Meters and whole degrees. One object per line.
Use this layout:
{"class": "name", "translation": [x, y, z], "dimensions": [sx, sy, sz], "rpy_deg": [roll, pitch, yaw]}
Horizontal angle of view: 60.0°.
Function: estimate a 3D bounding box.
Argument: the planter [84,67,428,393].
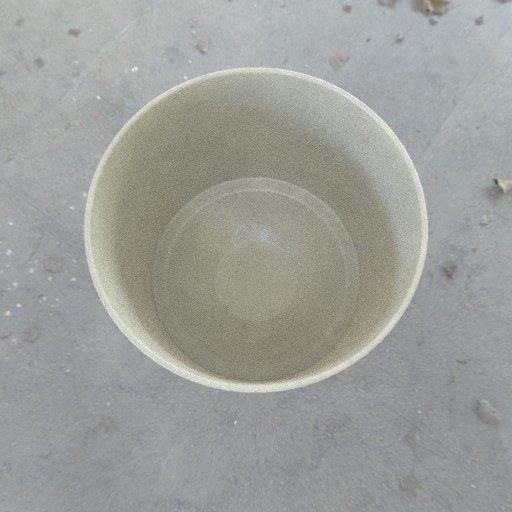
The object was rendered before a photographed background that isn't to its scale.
{"class": "planter", "translation": [0.000, 0.000, 0.437], "dimensions": [0.250, 0.239, 0.250], "rpy_deg": [0, 75, 0]}
